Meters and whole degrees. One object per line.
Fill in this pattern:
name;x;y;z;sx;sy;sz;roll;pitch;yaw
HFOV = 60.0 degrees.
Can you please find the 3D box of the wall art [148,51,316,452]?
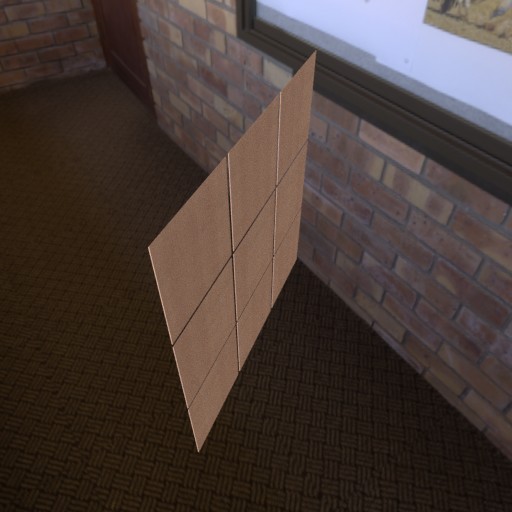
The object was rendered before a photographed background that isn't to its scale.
wall art;0.000;0.000;2.261;0.002;1.505;1.517;17;48;16
